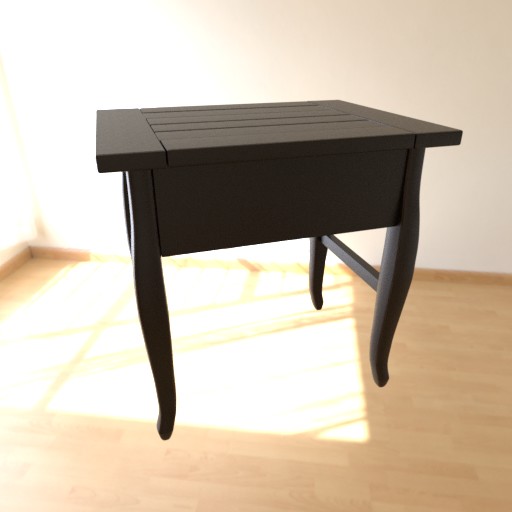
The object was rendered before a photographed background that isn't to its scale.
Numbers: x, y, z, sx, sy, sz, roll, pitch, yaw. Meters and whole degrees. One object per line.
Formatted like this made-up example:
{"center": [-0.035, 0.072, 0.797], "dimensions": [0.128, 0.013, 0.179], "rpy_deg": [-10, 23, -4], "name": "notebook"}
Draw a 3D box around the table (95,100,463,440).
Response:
{"center": [0.000, 0.000, 1.006], "dimensions": [0.602, 0.604, 0.460], "rpy_deg": [-8, 27, -16], "name": "table"}
